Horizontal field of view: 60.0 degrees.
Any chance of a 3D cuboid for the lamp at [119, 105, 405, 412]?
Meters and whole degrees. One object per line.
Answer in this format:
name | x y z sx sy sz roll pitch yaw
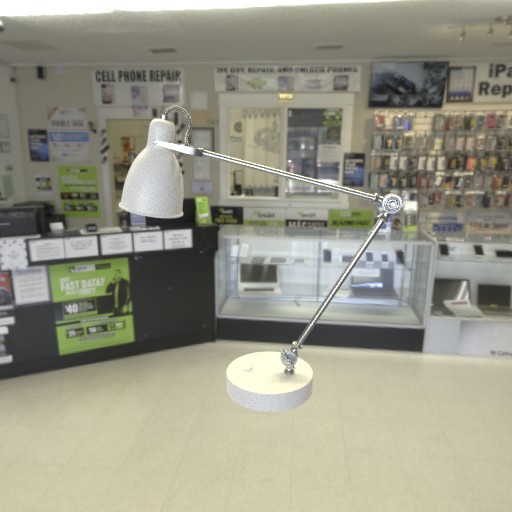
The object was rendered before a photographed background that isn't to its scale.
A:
lamp | 0.000 0.000 0.900 0.561 0.587 0.187 2 14 8
